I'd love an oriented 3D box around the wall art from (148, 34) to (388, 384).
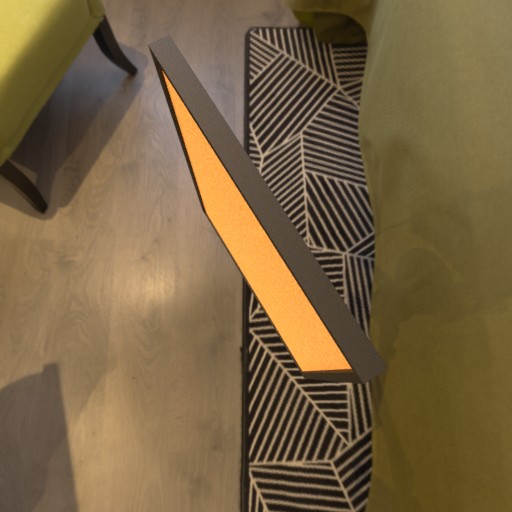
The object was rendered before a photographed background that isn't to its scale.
[{"bbox_3d":[0.000,0.000,0.754,0.029,0.559,0.457,-30,77,-8],"label":"wall art"}]
